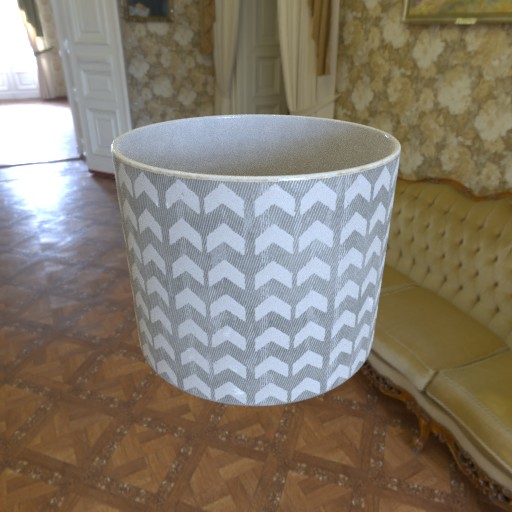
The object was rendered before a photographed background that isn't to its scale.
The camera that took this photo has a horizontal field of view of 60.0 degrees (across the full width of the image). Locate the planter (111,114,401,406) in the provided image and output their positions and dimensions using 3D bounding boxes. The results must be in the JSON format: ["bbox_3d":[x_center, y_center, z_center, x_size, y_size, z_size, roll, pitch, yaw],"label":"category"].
[{"bbox_3d":[0.000,0.000,0.451,0.250,0.239,0.250,0,27,0],"label":"planter"}]
